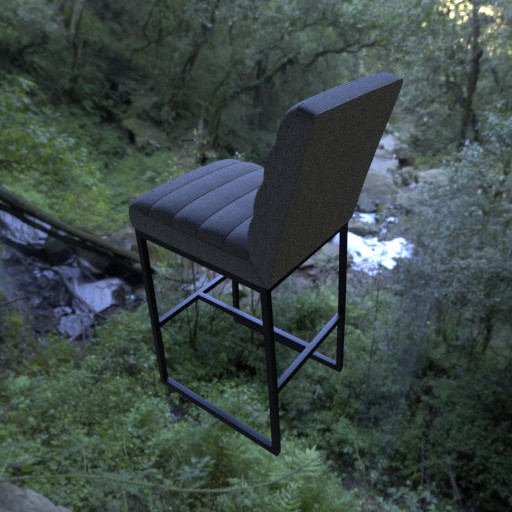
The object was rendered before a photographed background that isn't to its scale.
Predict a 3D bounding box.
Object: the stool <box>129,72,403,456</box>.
[{"bbox_3d":[0.000,0.000,1.328,0.571,1.034,0.459,21,38,30],"label":"stool"}]
